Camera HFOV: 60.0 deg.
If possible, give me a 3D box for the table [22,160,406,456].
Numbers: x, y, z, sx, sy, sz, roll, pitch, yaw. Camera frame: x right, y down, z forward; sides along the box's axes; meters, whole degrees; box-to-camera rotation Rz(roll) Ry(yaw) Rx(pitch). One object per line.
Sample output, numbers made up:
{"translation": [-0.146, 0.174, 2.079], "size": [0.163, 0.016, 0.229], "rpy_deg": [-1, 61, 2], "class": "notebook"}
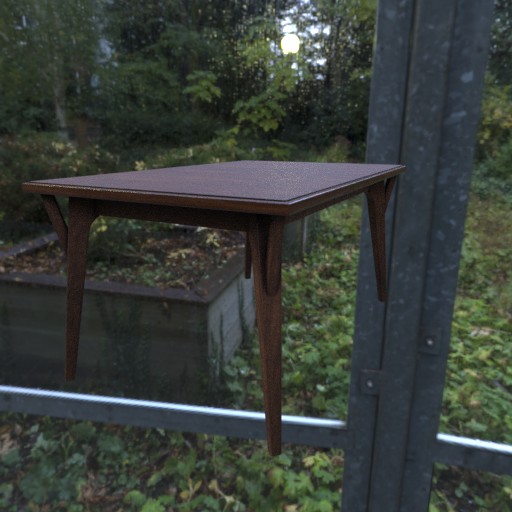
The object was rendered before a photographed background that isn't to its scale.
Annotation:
{"translation": [0.000, 0.000, 2.026], "size": [0.990, 0.761, 1.524], "rpy_deg": [8, 17, 27], "class": "table"}
